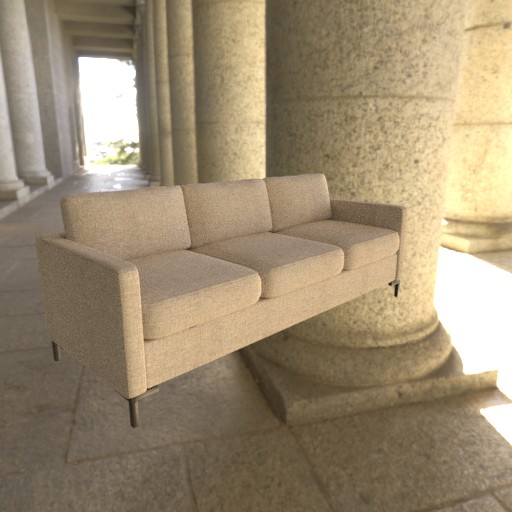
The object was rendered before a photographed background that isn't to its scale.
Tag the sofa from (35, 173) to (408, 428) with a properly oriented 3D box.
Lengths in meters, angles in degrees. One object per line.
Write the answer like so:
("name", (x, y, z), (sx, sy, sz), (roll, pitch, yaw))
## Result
("sofa", (0.000, 0.000, 2.675), (0.859, 0.874, 2.218), (14, 20, 43))
